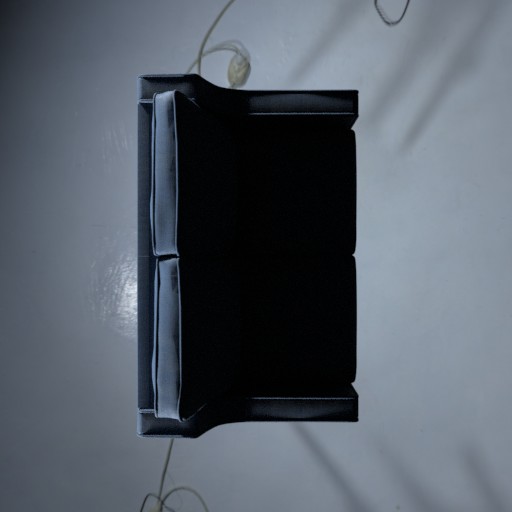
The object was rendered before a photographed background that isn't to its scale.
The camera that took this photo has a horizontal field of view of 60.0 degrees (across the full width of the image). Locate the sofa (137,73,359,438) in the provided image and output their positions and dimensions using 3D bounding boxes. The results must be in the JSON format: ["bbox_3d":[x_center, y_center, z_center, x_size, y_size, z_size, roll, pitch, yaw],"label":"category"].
[{"bbox_3d":[0.000,0.000,2.160,0.987,0.971,1.501,0,90,1],"label":"sofa"}]
